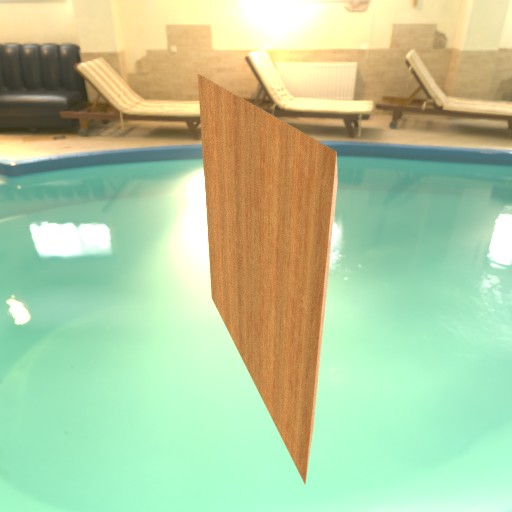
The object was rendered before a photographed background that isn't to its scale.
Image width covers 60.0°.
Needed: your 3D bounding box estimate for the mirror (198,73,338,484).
[{"bbox_3d":[0.000,0.000,0.953,0.047,0.651,0.651,-11,32,-18],"label":"mirror"}]
